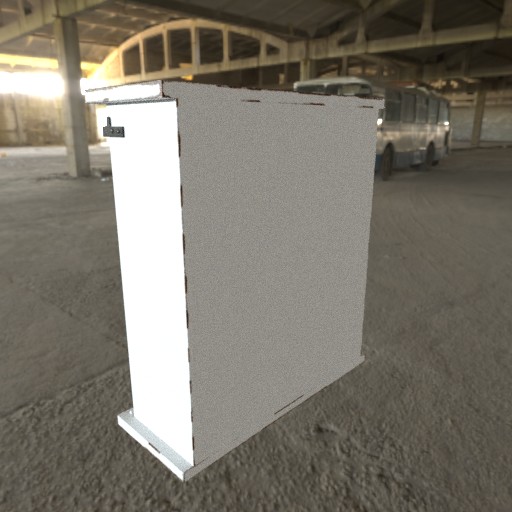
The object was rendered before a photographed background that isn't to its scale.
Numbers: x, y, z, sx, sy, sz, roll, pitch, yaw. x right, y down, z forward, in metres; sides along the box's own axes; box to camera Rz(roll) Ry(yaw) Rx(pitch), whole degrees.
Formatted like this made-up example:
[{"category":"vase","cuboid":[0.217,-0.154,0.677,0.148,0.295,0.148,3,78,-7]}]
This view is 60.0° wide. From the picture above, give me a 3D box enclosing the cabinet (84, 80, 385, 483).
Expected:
[{"category":"cabinet","cuboid":[0.000,0.000,0.880,0.210,0.603,0.541,16,22,42]}]
